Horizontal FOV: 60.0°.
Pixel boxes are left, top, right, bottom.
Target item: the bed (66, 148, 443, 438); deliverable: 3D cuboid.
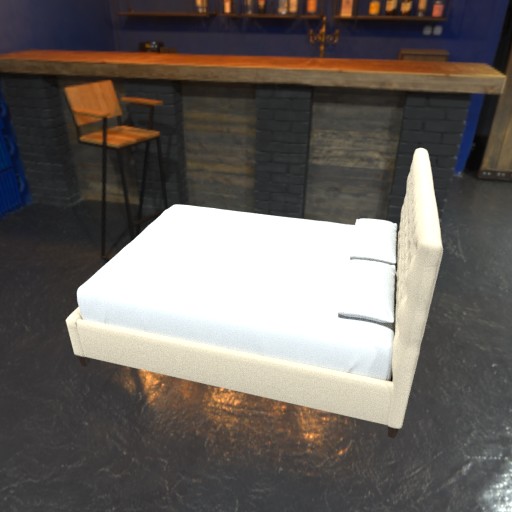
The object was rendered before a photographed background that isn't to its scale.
[{"bbox_3d":[0.000,0.000,3.453,2.387,1.427,1.698,8,31,14],"label":"bed"}]
